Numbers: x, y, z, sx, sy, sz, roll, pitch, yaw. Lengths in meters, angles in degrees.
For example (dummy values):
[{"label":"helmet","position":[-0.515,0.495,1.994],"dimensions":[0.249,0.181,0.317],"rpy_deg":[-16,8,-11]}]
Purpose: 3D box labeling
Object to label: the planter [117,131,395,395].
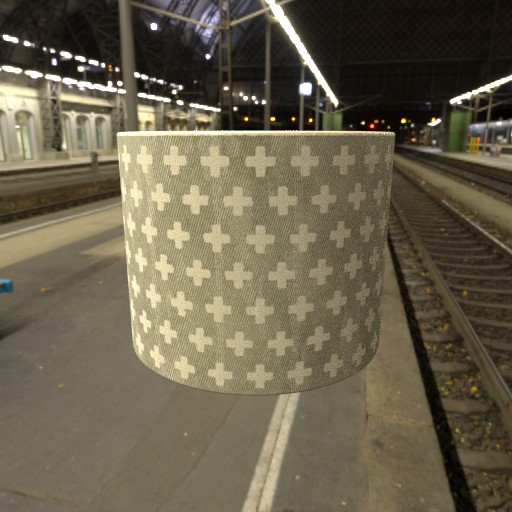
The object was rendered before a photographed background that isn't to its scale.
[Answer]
[{"label":"planter","position":[0.000,0.000,0.446],"dimensions":[0.250,0.239,0.250],"rpy_deg":[0,15,0]}]
